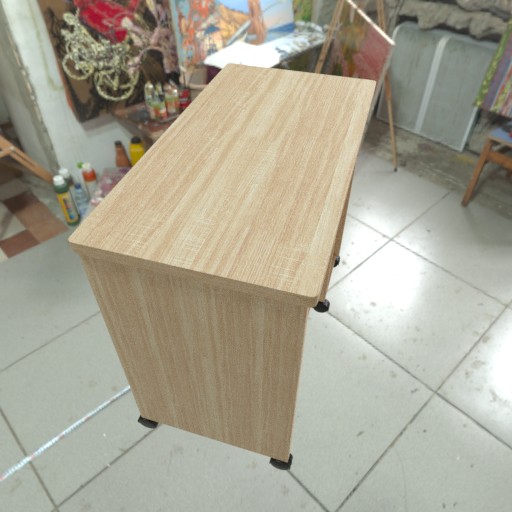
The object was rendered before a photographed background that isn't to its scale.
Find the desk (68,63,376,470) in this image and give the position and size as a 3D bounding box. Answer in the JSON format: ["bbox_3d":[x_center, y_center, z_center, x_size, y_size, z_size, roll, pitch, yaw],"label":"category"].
[{"bbox_3d":[0.000,0.000,1.335,0.480,0.770,0.884,12,46,12],"label":"desk"}]
